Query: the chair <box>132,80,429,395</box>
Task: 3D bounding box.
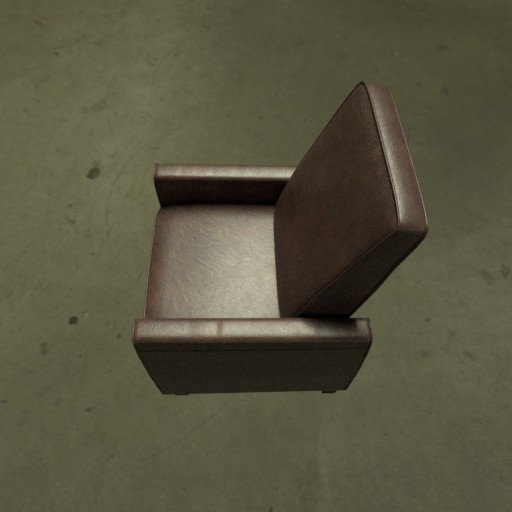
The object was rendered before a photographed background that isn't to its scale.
[{"bbox_3d":[0.000,0.000,1.492,0.746,1.013,0.705,-1,57,-1],"label":"chair"}]
